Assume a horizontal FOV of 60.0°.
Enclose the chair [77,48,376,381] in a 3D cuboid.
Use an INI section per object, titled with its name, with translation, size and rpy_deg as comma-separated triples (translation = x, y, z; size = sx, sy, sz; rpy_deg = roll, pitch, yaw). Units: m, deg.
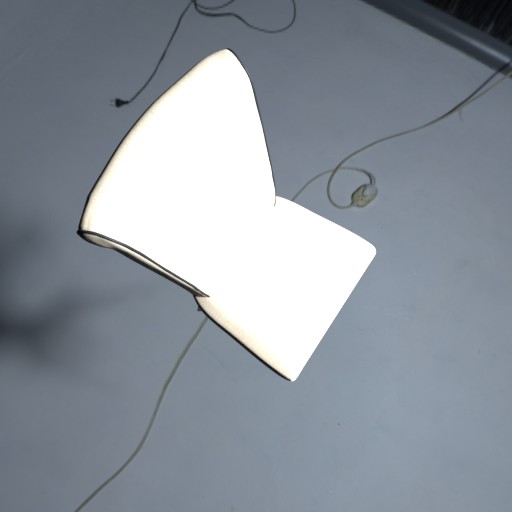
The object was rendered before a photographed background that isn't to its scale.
[chair]
translation = 0.000, 0.000, 1.355
size = 0.623, 0.997, 0.522
rpy_deg = 34, 78, 8
